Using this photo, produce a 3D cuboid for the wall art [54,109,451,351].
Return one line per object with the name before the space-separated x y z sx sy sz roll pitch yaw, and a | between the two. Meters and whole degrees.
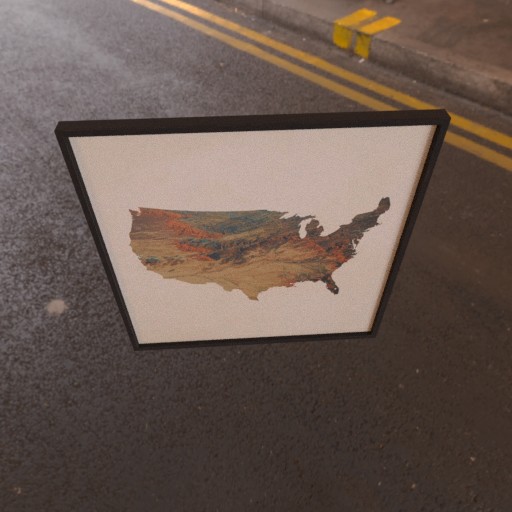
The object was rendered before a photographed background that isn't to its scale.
wall art | 0.000 0.000 1.134 0.762 0.762 0.038 -3 46 -3
